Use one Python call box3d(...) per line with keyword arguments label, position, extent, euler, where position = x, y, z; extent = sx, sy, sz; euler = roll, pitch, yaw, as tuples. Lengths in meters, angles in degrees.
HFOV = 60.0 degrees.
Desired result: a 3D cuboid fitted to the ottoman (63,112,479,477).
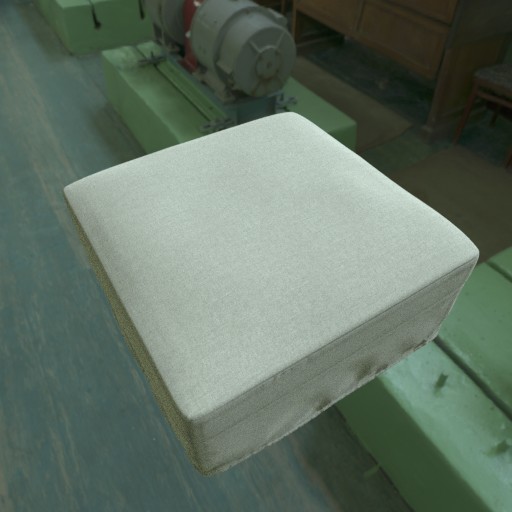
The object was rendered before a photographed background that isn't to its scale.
box3d(label="ottoman", position=(0.000, 0.000, 1.299), extent=(0.840, 0.436, 0.843), euler=(-25, 51, -21))
